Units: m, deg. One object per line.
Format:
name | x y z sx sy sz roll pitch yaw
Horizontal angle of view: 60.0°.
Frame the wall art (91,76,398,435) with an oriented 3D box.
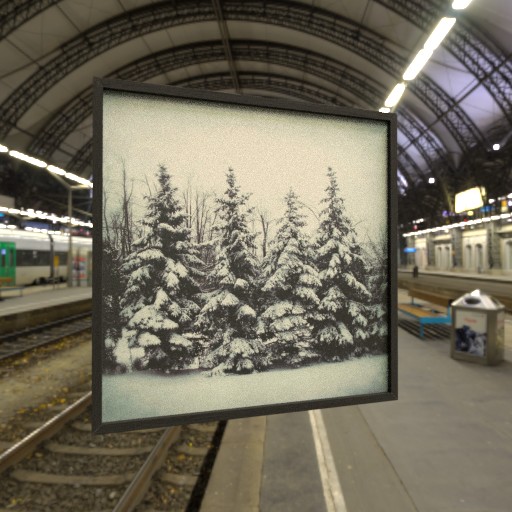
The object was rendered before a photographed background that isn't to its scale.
wall art | 0.000 0.000 0.442 0.305 0.305 0.037 0 -1 -18
